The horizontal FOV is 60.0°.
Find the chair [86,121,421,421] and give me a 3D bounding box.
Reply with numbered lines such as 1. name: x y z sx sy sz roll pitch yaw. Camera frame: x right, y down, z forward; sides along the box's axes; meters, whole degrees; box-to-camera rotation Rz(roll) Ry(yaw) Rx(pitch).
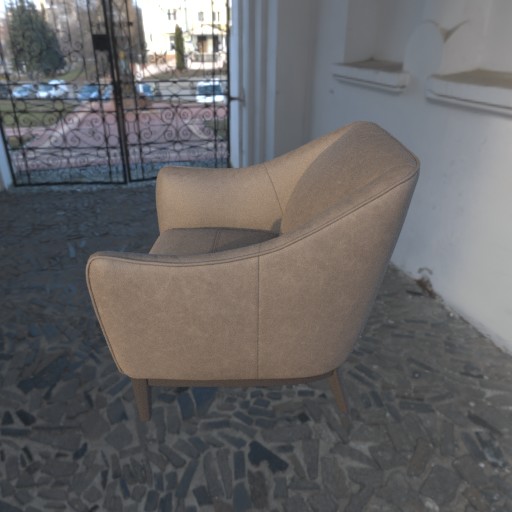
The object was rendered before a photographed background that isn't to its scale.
1. chair: 0.000 0.000 1.535 0.852 0.830 0.871 1 27 1
